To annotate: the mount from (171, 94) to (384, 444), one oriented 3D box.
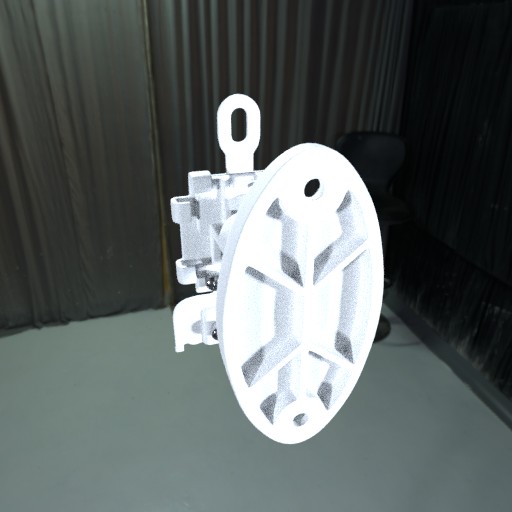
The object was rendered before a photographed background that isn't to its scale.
[{"bbox_3d":[0.000,0.000,0.178,0.066,0.118,0.100,-8,27,-16],"label":"mount"}]
